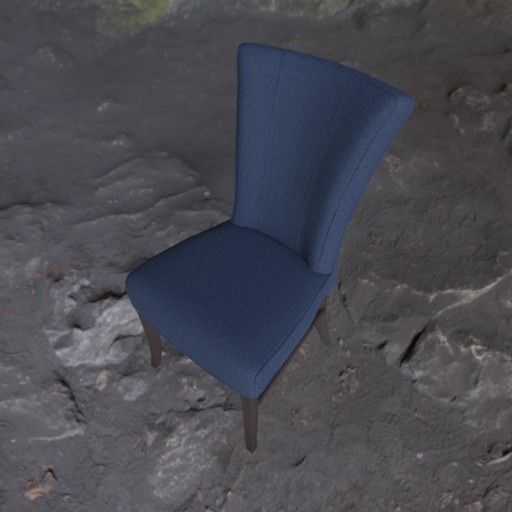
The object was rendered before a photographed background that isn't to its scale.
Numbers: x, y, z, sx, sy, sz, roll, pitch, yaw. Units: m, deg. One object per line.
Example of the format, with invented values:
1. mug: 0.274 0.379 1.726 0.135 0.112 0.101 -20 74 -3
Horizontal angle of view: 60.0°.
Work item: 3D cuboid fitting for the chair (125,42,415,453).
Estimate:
1. chair: 0.000 0.000 1.326 0.520 0.991 0.660 31 53 27
